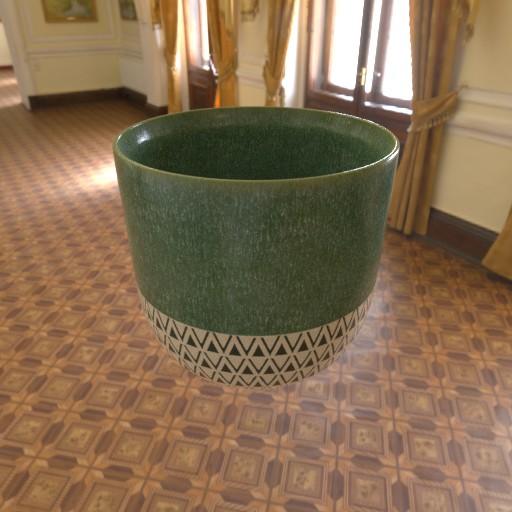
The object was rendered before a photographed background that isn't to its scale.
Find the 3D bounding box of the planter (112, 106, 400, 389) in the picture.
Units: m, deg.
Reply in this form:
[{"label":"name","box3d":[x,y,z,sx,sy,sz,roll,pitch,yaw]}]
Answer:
[{"label":"planter","box3d":[0.000,0.000,0.491,0.266,0.270,0.266,0,30,0]}]
